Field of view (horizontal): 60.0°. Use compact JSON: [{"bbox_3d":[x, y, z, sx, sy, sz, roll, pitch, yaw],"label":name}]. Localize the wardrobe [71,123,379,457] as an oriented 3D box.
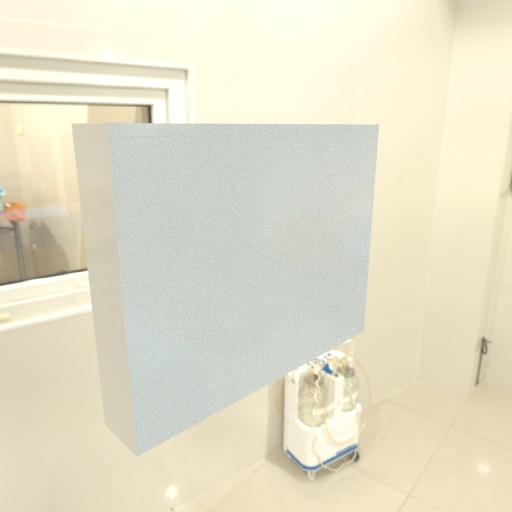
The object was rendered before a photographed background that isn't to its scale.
[{"bbox_3d":[0.000,0.000,4.137,3.000,2.360,0.580,-15,22,-42],"label":"wardrobe"}]
